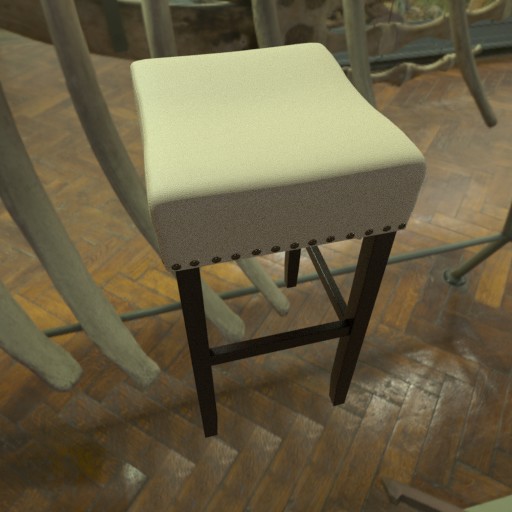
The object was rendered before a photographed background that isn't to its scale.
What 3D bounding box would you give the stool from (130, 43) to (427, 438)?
[{"bbox_3d":[0.000,0.000,1.015,0.401,0.762,0.471,-10,47,-10],"label":"stool"}]
